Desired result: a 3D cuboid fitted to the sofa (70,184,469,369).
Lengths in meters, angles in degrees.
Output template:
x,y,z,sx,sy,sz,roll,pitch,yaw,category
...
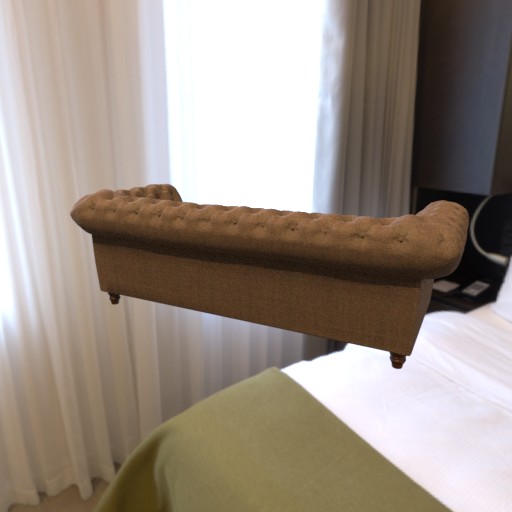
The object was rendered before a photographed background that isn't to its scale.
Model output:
x,y,z,sx,sy,sz,roll,pitch,yaw,category
0.000,0.000,2.826,2.385,0.787,0.944,8,17,26,sofa
